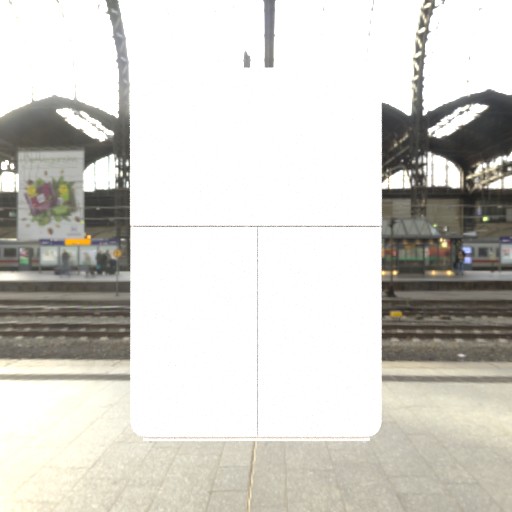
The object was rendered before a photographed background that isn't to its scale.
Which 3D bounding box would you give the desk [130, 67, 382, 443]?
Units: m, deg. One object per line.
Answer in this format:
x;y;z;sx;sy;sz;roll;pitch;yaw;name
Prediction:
0.000;0.000;1.536;0.795;1.190;0.278;0;0;0;desk
